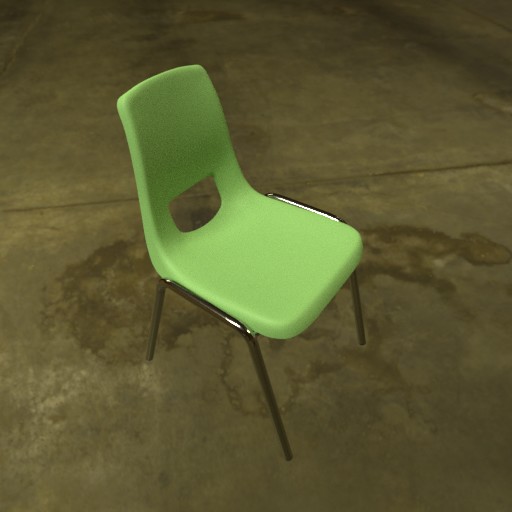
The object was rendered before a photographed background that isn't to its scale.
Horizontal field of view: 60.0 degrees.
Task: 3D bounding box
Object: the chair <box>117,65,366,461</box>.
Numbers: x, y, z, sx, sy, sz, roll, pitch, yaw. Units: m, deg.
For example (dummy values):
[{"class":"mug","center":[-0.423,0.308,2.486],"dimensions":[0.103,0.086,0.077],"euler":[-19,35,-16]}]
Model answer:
[{"class":"chair","center":[0.000,0.000,0.912],"dimensions":[0.436,0.653,0.381],"euler":[25,47,26]}]
